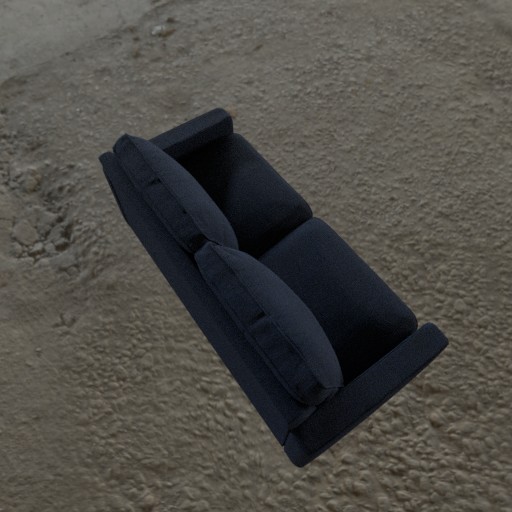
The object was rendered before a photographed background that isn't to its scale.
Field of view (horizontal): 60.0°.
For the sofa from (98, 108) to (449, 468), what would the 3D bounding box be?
[{"bbox_3d":[0.000,0.000,2.578,0.940,0.919,2.080,-32,64,-17],"label":"sofa"}]
